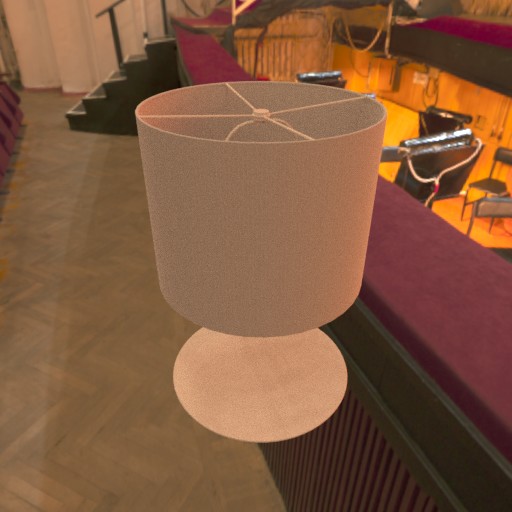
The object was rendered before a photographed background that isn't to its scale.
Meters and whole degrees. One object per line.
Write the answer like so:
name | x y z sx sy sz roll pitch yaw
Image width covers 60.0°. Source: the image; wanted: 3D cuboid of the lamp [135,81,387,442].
lamp | 0.000 0.000 0.673 0.299 0.454 0.341 -11 33 -17
